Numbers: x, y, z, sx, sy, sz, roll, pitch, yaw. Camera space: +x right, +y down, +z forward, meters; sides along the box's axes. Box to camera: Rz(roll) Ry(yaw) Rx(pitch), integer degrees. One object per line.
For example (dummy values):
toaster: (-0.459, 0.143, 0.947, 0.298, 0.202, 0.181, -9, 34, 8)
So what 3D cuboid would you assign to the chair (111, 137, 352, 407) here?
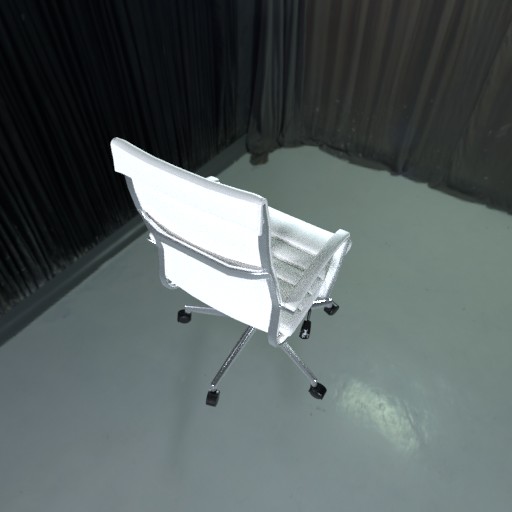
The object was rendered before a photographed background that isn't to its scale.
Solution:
chair: (0.000, 0.000, 1.598, 0.766, 1.149, 0.739, 25, 52, 22)
